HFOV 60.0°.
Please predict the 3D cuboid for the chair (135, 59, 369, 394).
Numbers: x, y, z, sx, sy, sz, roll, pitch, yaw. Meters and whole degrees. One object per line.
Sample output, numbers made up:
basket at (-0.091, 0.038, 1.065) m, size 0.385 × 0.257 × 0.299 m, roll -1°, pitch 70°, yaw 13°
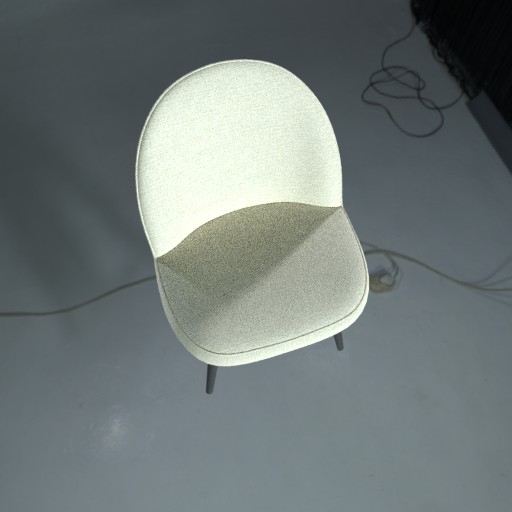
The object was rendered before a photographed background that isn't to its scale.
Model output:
chair at (0.000, 0.000, 1.185) m, size 0.532 × 0.838 × 0.540 m, roll -16°, pitch 64°, yaw -8°
